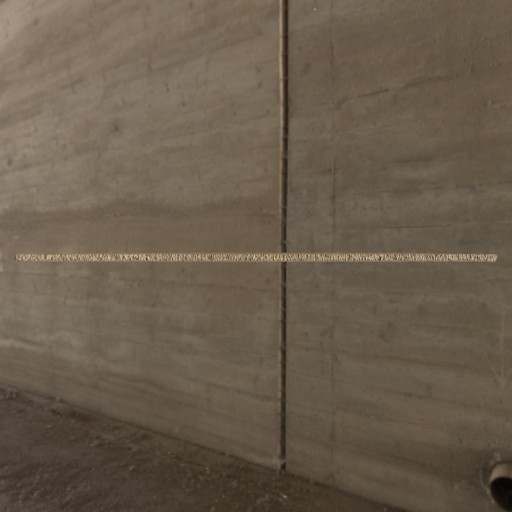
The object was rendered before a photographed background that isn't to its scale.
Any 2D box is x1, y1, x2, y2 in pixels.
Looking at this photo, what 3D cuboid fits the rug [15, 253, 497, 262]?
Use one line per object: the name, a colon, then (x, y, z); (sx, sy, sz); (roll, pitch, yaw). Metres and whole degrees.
rug: (0.000, 0.000, 2.055); (1.600, 0.025, 1.199); (0, 1, 0)
